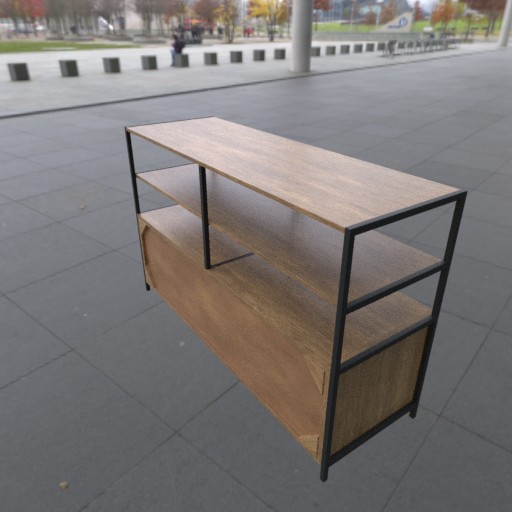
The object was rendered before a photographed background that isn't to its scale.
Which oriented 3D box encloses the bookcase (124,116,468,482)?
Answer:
[{"bbox_3d":[0.000,0.000,1.491,0.391,0.712,1.149,-18,32,-31],"label":"bookcase"}]
